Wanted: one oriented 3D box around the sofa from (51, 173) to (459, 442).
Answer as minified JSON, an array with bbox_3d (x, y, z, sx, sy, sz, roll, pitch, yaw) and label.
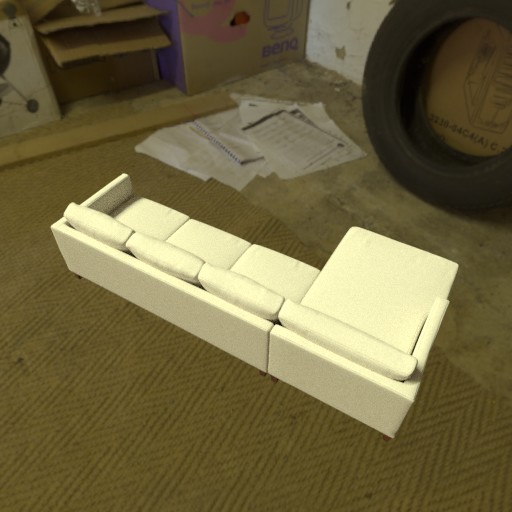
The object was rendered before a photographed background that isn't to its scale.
[{"bbox_3d":[0.000,0.000,3.918,3.186,0.846,1.625,23,50,21],"label":"sofa"}]
